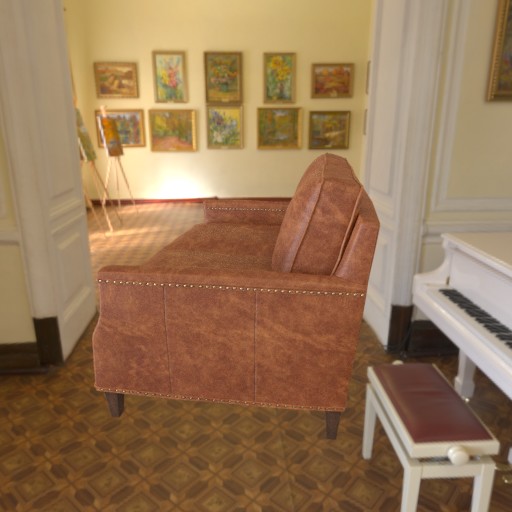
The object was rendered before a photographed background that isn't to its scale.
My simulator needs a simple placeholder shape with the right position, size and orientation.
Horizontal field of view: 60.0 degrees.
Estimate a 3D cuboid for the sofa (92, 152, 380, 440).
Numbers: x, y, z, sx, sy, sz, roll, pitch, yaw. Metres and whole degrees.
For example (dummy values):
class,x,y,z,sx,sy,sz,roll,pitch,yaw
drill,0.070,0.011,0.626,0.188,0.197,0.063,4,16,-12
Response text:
class,x,y,z,sx,sy,sz,roll,pitch,yaw
sofa,0.000,0.000,2.333,1.084,1.003,1.597,3,17,8
